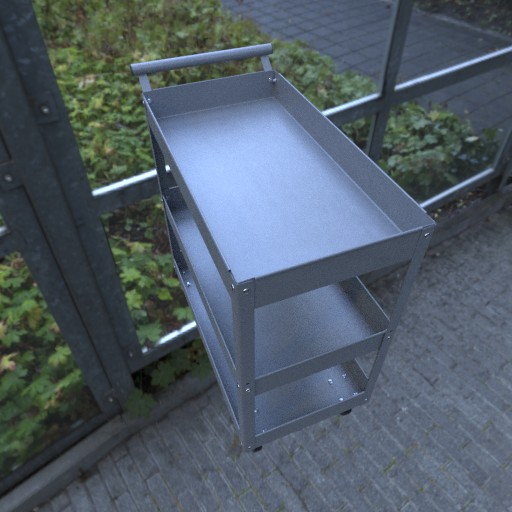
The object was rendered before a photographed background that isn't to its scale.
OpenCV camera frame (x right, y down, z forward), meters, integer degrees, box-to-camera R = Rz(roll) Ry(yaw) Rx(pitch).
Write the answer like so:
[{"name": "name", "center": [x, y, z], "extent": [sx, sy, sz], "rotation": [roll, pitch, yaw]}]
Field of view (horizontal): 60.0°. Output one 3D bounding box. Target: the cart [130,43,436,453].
[{"name": "cart", "center": [0.000, 0.000, 1.150], "extent": [0.366, 0.780, 0.719], "rotation": [-16, 47, -15]}]
